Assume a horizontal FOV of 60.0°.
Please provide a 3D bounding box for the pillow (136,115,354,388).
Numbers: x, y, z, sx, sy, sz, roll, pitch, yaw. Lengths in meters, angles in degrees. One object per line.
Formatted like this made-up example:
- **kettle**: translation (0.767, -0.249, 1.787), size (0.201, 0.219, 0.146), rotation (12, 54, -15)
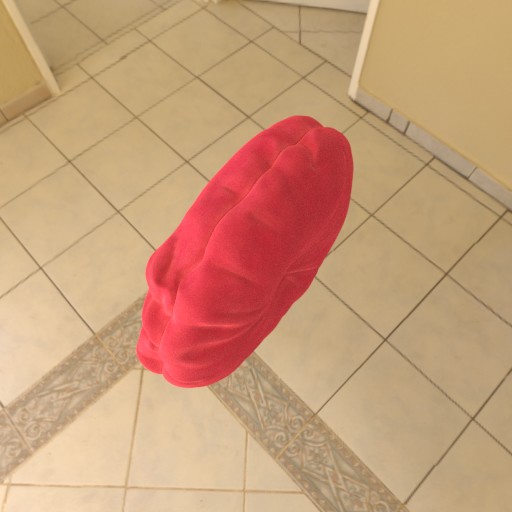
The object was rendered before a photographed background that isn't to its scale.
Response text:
- **pillow**: translation (0.000, 0.000, 0.645), size (0.148, 0.407, 0.428), rotation (34, 69, 15)
